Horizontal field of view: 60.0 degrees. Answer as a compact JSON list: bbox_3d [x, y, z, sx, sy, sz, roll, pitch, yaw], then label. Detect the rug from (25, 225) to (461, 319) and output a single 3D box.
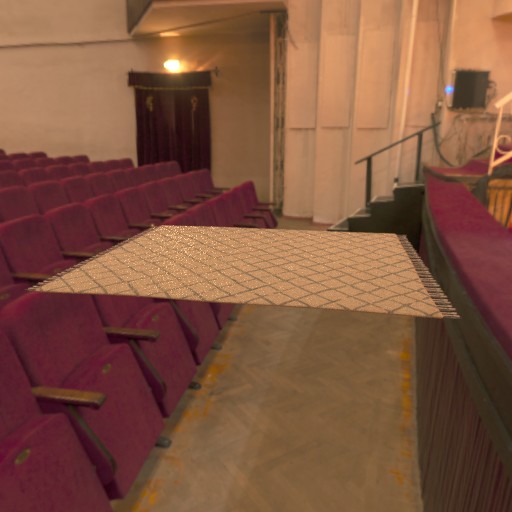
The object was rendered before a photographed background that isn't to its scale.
[{"bbox_3d":[0.000,0.000,4.894,3.585,0.036,2.892,3,15,10],"label":"rug"}]
